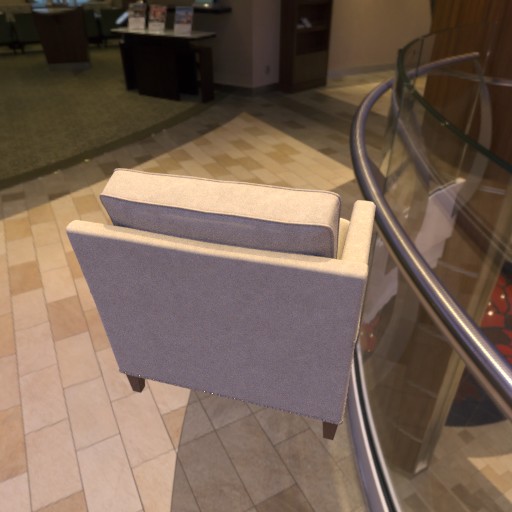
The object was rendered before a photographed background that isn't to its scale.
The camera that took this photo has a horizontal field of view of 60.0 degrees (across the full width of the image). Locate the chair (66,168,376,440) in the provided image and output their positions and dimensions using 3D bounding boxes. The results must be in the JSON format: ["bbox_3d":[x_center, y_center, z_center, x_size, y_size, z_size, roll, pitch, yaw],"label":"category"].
[{"bbox_3d":[0.000,0.000,1.738,0.853,0.943,1.014,9,34,14],"label":"chair"}]
